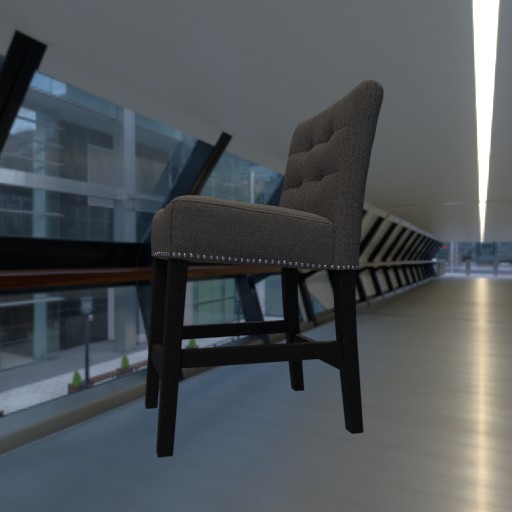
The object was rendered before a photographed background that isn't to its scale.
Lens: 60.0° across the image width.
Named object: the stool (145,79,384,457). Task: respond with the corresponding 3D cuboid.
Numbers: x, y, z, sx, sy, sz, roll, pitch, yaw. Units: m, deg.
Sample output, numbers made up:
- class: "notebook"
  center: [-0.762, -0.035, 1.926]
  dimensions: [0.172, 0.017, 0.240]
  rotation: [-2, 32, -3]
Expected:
- class: "stool"
  center: [0.000, 0.000, 1.220]
  dimensions: [0.571, 0.885, 0.427]
  rotation: [0, 1, -19]
